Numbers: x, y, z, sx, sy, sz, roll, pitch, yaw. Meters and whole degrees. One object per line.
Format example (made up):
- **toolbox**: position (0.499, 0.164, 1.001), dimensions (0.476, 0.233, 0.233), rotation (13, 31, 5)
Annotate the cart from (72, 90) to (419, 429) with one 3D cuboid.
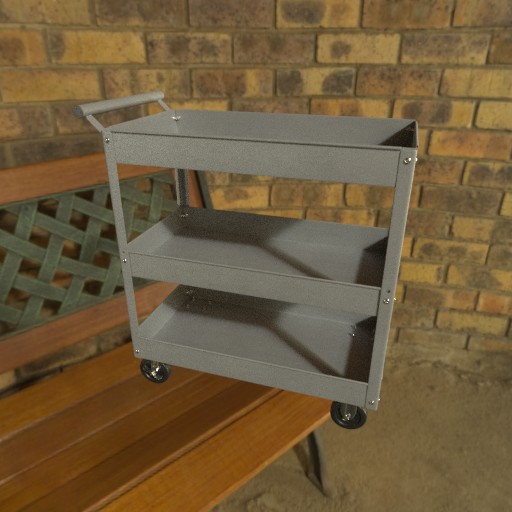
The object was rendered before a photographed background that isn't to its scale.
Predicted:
- **cart**: position (0.000, 0.000, 1.180), dimensions (0.719, 0.780, 0.366), rotation (8, 27, 16)
